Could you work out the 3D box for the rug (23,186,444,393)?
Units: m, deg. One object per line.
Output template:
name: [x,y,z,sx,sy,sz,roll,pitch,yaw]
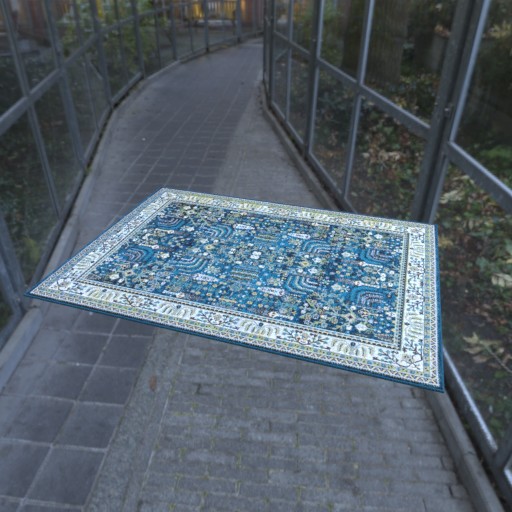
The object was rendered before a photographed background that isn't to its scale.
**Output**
rug: [0.000,0.000,2.826,2.213,0.013,1.594,10,33,15]
